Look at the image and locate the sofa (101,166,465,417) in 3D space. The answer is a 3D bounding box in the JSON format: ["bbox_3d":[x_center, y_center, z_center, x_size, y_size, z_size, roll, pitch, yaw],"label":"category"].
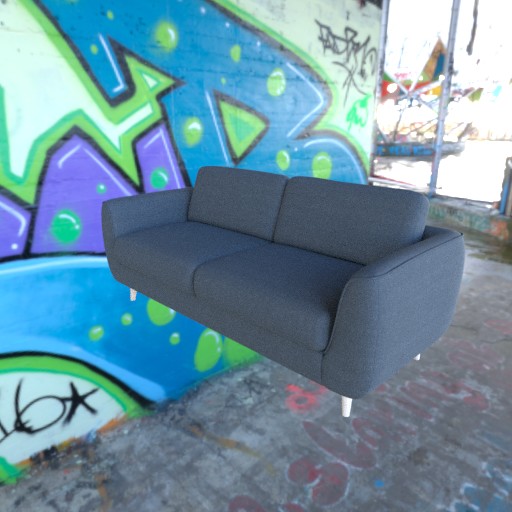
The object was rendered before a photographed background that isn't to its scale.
[{"bbox_3d":[0.000,0.000,2.465,0.920,0.850,2.000,-17,24,-42],"label":"sofa"}]
